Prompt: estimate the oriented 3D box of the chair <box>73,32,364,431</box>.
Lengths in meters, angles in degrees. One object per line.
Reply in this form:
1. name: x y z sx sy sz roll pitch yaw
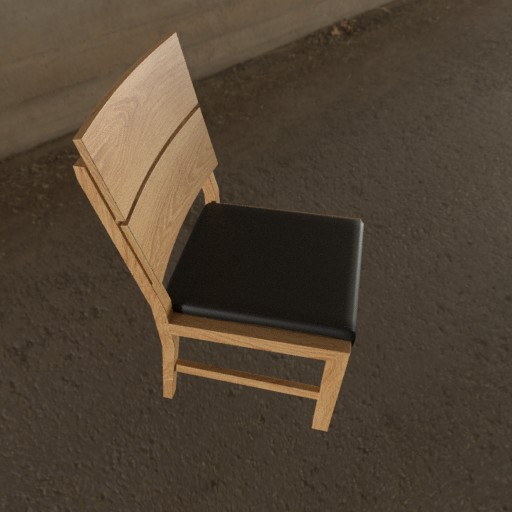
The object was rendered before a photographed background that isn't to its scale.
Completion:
1. chair: 0.000 0.000 1.205 0.569 0.950 0.475 9 48 8
